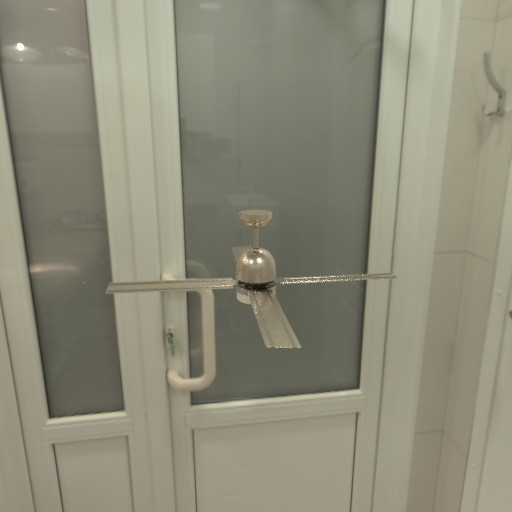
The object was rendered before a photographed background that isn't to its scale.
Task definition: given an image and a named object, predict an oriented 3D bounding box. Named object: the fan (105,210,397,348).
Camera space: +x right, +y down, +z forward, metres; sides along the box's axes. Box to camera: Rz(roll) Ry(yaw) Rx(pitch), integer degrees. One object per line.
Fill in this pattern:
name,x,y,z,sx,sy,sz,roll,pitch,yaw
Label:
fan,0.000,0.000,2.042,1.346,0.406,1.346,-2,16,-9
